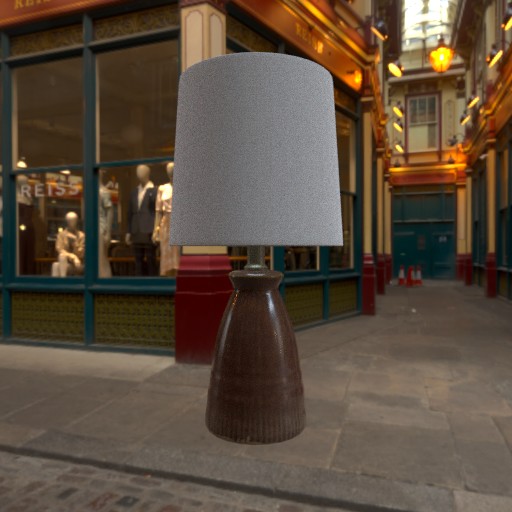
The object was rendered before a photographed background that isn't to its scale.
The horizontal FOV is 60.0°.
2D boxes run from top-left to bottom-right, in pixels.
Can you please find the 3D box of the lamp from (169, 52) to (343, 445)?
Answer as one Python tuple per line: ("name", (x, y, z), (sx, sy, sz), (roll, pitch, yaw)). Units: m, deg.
("lamp", (0.000, 0.000, 0.483), (0.186, 0.369, 0.186), (0, 1, 0))
